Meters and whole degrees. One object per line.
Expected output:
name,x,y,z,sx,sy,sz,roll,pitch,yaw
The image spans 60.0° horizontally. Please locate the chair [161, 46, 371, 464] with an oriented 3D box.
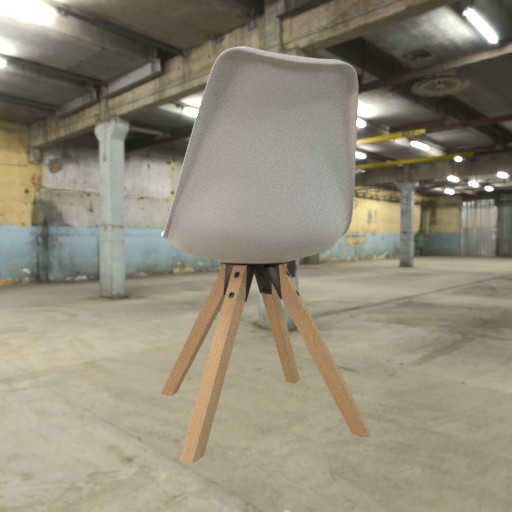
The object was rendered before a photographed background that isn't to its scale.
chair,0.000,0.000,1.168,0.485,0.850,0.550,0,2,-18
